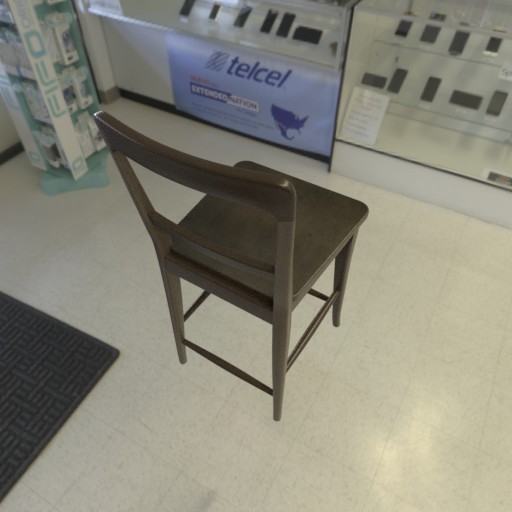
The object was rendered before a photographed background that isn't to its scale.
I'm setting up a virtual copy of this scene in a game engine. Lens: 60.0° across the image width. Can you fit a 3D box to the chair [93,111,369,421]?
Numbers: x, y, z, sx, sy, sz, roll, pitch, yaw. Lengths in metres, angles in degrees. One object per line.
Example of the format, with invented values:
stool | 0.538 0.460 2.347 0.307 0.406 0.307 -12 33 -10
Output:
chair | 0.000 0.000 1.258 0.450 0.991 0.546 25 51 22
